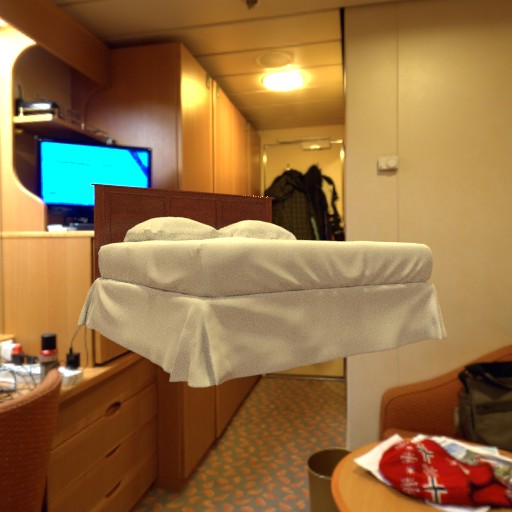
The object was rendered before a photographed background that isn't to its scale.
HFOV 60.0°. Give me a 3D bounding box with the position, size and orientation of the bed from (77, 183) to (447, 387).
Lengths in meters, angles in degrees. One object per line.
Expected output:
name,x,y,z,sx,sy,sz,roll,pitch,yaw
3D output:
bed,0.000,0.000,3.616,2.314,1.271,2.219,-1,1,-35
